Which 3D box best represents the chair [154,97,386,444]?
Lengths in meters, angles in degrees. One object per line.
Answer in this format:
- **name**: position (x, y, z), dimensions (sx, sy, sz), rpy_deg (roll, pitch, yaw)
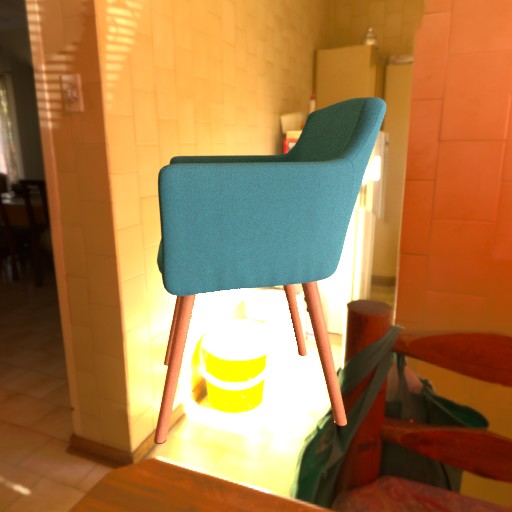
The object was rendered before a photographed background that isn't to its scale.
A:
- **chair**: position (0.000, 0.000, 1.161), dimensions (0.540, 0.780, 0.570), rpy_deg (-2, 14, -8)
